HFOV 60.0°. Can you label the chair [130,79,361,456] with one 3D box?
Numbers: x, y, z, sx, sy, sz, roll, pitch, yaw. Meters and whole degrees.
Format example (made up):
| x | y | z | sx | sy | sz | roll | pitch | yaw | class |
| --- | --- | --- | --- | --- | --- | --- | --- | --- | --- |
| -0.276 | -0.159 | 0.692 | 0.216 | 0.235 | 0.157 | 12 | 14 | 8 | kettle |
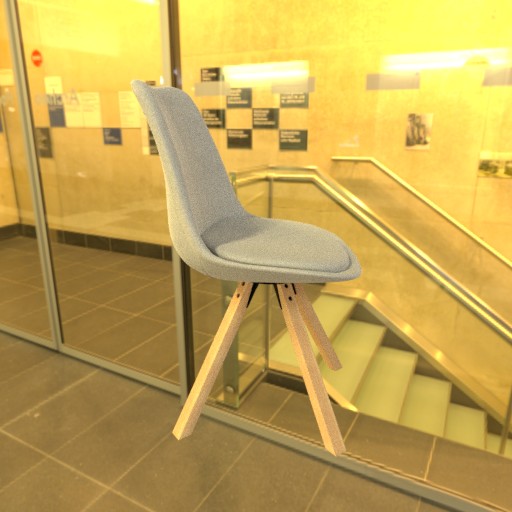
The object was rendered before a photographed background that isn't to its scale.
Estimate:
| x | y | z | sx | sy | sz | roll | pitch | yaw | class |
| --- | --- | --- | --- | --- | --- | --- | --- | --- | --- |
| 0.000 | 0.000 | 1.177 | 0.549 | 0.863 | 0.474 | 3 | 17 | 9 | chair |
